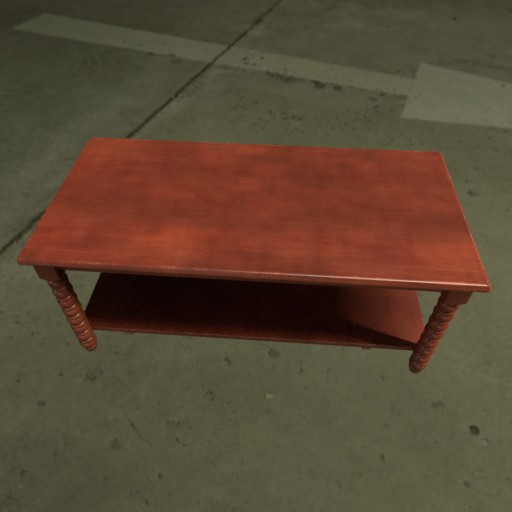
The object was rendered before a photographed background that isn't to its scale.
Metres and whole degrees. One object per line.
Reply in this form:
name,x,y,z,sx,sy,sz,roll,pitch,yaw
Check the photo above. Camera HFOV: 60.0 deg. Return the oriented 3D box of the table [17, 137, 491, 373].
table,0.000,0.000,1.452,1.171,0.485,0.580,3,47,3
